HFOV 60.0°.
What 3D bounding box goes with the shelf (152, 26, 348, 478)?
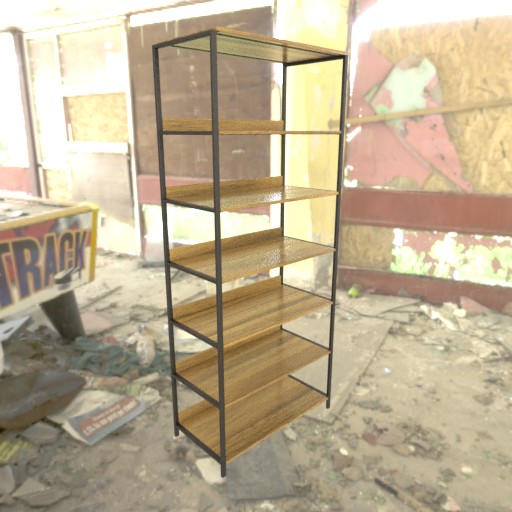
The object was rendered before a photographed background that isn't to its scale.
[{"bbox_3d":[0.000,0.000,2.334,0.847,2.015,0.431,-14,21,-41],"label":"shelf"}]
